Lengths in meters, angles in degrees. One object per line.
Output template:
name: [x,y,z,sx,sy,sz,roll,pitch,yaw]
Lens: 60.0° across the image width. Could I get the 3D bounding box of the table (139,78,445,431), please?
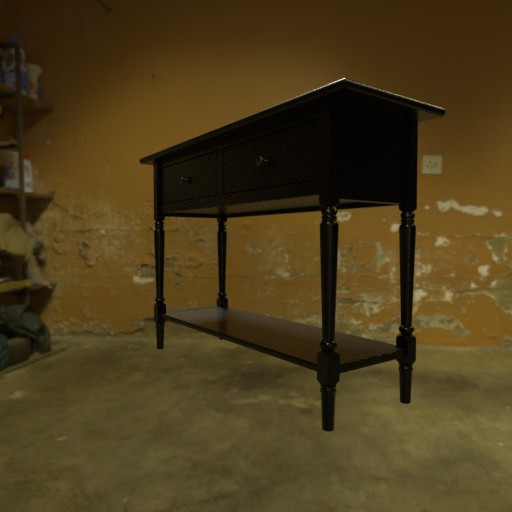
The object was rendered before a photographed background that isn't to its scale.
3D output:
table: [0.000,0.000,1.563,0.386,0.819,1.191,-2,3,-36]
